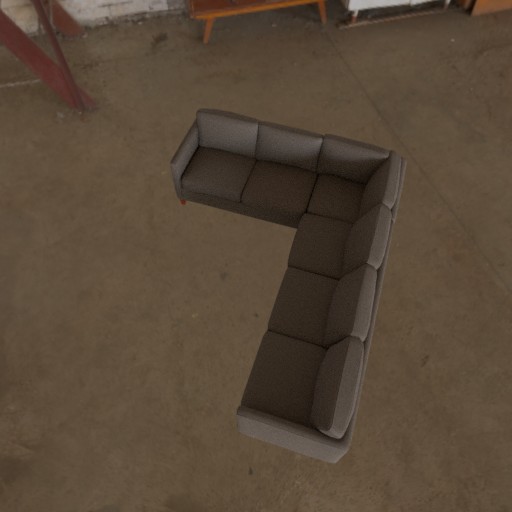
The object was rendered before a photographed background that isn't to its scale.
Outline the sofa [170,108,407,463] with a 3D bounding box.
[{"bbox_3d":[0.000,0.000,4.607,2.593,0.947,3.302,15,58,10],"label":"sofa"}]
